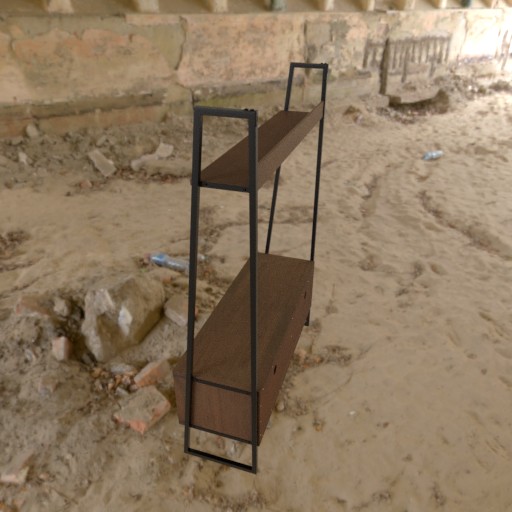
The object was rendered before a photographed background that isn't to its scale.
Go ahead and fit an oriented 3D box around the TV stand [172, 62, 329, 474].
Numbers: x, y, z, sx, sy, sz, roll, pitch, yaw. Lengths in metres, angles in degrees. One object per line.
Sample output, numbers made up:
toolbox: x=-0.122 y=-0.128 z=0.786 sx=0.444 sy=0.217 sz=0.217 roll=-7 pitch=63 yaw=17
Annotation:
TV stand: x=0.000 y=0.000 z=2.351 sx=0.432 sy=1.772 sz=1.250 roll=9 pitch=31 yaw=16
